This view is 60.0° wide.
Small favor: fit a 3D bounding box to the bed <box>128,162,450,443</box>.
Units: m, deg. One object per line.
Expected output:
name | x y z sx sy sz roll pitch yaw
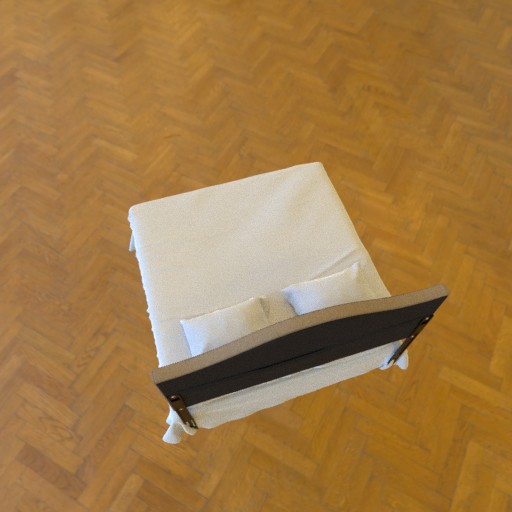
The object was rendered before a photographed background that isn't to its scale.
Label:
bed | 0.000 0.000 3.793 2.311 1.651 2.222 -15 60 -9
